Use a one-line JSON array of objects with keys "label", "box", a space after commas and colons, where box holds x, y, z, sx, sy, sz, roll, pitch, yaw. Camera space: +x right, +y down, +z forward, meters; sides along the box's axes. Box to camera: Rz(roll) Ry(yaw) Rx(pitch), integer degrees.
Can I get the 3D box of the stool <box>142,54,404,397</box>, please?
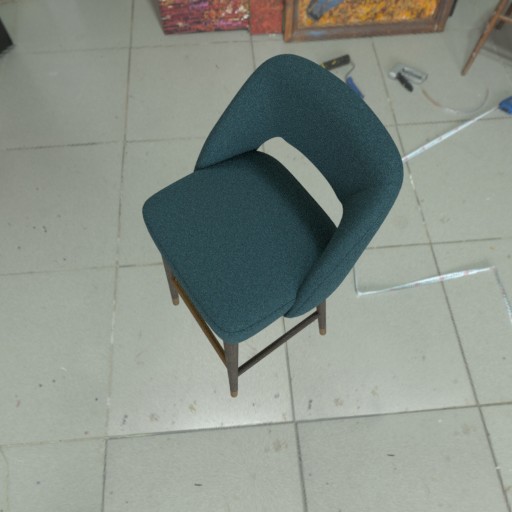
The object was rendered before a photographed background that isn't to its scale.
[{"label": "stool", "box": [0.000, 0.000, 1.339, 0.522, 1.032, 0.536, -31, 68, -14]}]
